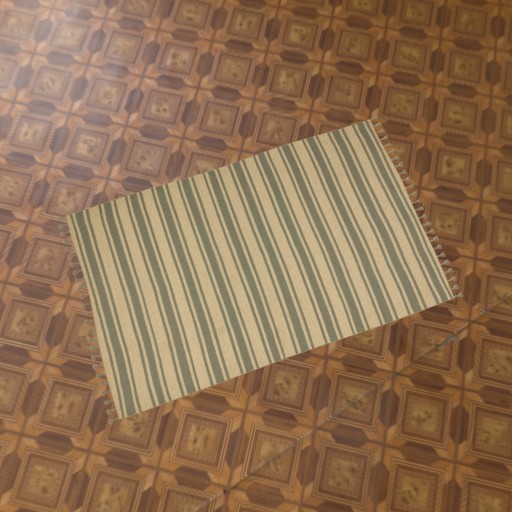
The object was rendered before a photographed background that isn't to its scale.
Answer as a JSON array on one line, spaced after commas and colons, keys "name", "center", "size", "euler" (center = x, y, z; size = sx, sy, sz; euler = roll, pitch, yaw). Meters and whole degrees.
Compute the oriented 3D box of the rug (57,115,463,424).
[{"name": "rug", "center": [0.000, 0.000, 2.563], "size": [2.084, 0.009, 1.222], "euler": [-19, 76, -5]}]
